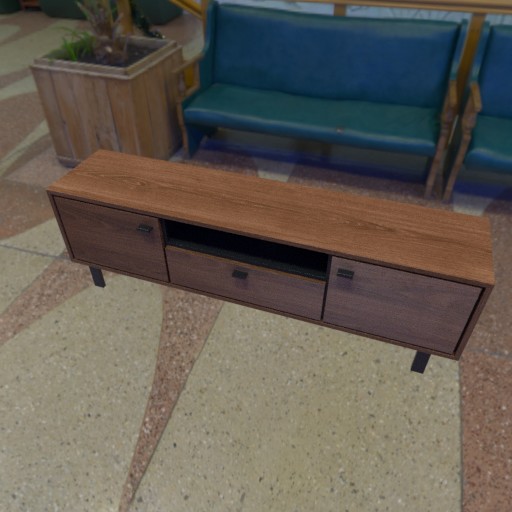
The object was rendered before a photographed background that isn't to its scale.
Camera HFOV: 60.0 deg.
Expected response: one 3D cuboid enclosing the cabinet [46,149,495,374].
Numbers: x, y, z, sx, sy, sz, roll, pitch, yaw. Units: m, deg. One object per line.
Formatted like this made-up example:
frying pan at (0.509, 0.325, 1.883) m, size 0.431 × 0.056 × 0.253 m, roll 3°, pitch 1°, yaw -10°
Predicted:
cabinet at (0.000, 0.000, 1.831) m, size 1.650 × 0.500 × 0.400 m, roll 13°, pitch 42°, yaw 15°
